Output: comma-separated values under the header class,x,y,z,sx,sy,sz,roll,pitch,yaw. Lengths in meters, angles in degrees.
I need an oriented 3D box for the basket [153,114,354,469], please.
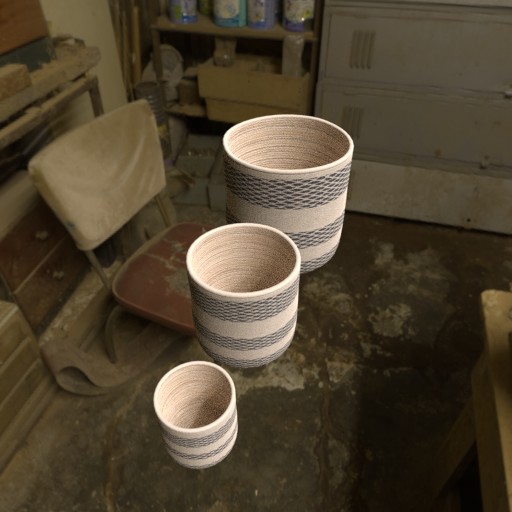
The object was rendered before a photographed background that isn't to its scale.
class,x,y,z,sx,sy,sz,roll,pitch,yaw
basket,0.000,0.000,1.083,0.351,0.356,0.917,11,42,13
